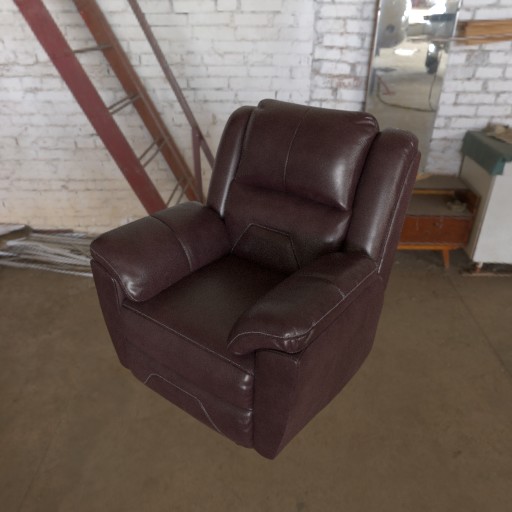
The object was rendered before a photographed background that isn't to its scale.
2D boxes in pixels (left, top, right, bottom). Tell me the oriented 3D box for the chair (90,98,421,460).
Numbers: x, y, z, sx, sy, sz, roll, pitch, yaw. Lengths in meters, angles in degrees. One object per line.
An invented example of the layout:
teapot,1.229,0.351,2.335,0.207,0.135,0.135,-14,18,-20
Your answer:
chair,0.000,0.000,1.857,0.990,1.093,1.041,20,36,31
